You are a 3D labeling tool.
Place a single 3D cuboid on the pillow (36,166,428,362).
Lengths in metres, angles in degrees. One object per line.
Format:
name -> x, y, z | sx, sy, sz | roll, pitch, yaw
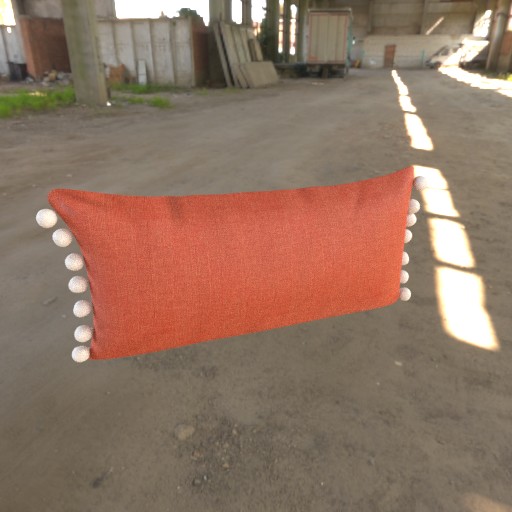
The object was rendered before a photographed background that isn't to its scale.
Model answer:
pillow -> 0.000, 0.000, 0.834 | 0.709, 0.322, 0.201 | -8, 26, -16
